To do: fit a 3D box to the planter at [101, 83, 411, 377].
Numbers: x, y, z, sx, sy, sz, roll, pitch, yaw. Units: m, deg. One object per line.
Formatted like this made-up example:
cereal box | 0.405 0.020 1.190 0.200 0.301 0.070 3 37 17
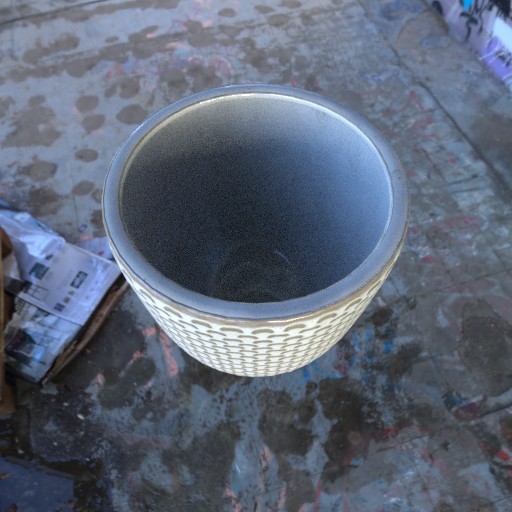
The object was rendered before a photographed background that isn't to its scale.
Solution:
planter | 0.000 0.000 0.314 0.173 0.160 0.173 0 58 0
